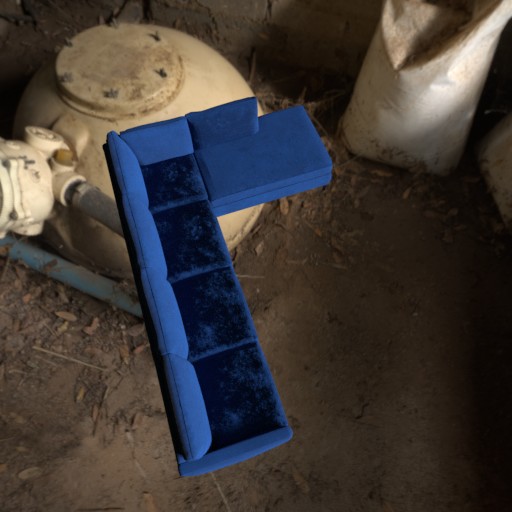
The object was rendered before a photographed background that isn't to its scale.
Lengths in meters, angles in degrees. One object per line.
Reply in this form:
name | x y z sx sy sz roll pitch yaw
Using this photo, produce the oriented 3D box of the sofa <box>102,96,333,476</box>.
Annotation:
sofa | 0.000 0.000 3.191 1.707 0.687 2.486 -17 66 -8
